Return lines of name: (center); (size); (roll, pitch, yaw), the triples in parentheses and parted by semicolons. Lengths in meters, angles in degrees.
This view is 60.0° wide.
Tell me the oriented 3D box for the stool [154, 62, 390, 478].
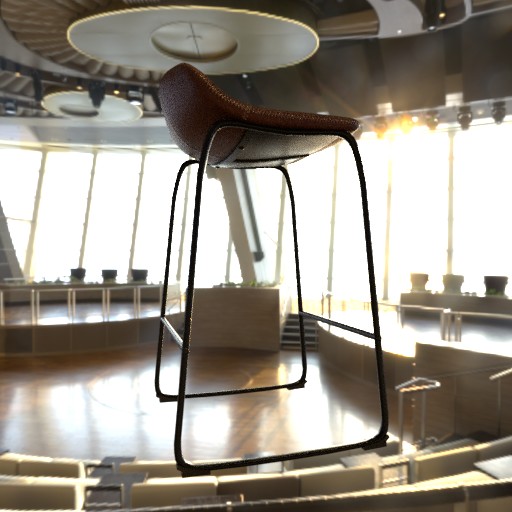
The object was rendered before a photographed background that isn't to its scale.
stool: (0.000, 0.000, 1.108); (0.473, 0.830, 0.454); (0, 1, -18)
